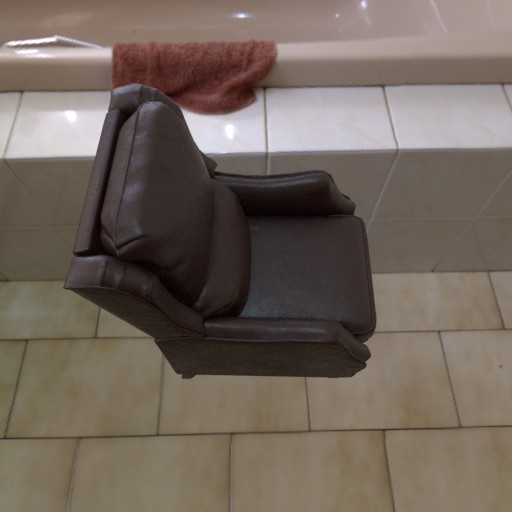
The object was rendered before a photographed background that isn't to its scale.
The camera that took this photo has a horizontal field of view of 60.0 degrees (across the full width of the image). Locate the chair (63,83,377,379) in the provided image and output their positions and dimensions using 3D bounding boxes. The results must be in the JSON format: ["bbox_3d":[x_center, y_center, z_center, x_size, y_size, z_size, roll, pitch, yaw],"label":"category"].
[{"bbox_3d":[0.000,0.000,1.732,0.982,1.132,0.770,1,62,1],"label":"chair"}]
